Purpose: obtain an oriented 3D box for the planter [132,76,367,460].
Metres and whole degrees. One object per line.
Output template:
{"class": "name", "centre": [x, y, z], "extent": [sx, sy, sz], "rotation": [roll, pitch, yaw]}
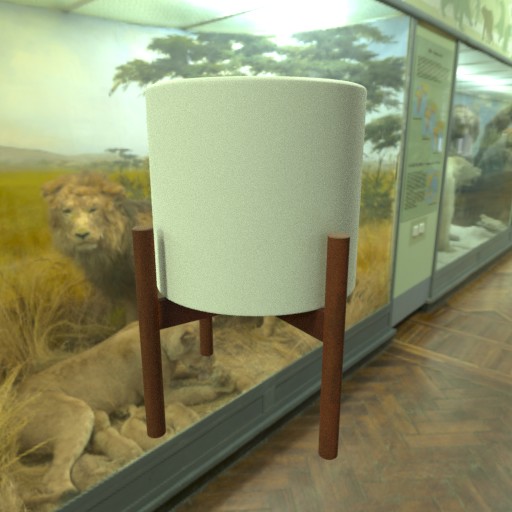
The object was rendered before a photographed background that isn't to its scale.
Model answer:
{"class": "planter", "centre": [0.000, 0.000, 0.506], "extent": [0.224, 0.358, 0.224], "rotation": [3, 16, 11]}
